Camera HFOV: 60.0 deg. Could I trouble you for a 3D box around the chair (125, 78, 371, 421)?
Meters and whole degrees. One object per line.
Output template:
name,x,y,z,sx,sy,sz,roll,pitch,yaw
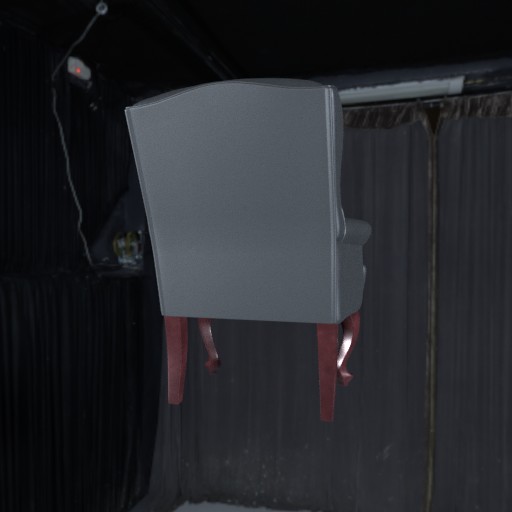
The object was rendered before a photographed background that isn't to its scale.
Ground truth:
chair,0.000,0.000,1.694,0.838,1.111,0.762,0,1,17
